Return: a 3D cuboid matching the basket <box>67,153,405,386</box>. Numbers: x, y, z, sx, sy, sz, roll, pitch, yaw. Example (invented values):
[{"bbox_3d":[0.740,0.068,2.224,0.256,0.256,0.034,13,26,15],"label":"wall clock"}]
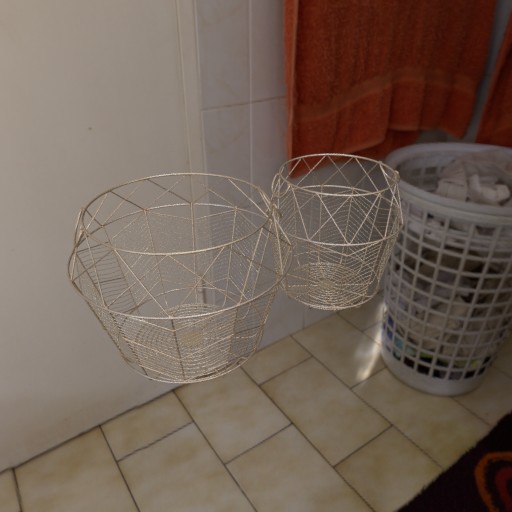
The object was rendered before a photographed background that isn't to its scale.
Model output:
[{"bbox_3d":[0.000,0.000,1.031,0.805,0.343,0.451,-18,36,-28],"label":"basket"}]
